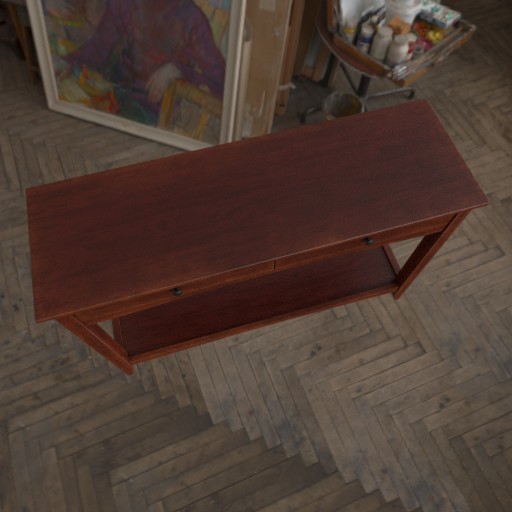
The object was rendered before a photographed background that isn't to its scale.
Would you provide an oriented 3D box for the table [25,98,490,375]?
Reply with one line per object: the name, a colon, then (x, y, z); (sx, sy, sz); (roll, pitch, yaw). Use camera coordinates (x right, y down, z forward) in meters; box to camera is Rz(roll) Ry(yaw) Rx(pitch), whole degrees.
table: (0.000, 0.000, 1.519); (1.188, 0.739, 0.392); (-15, 65, -7)
